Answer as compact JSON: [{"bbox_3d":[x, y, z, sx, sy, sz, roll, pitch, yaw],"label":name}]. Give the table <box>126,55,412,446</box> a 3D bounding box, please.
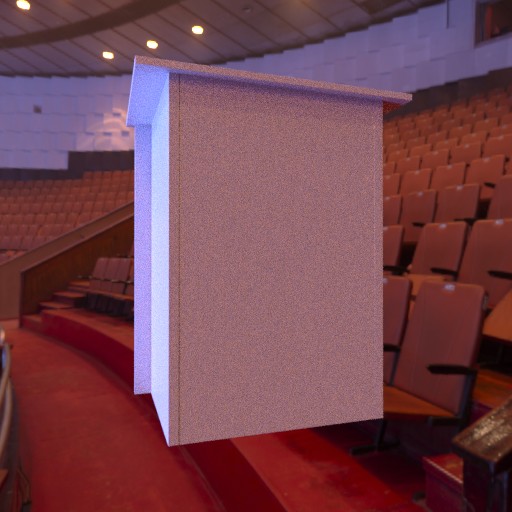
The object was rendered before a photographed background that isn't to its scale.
[{"bbox_3d":[0.000,0.000,1.074,0.589,0.711,0.406,0,0,-18],"label":"table"}]
